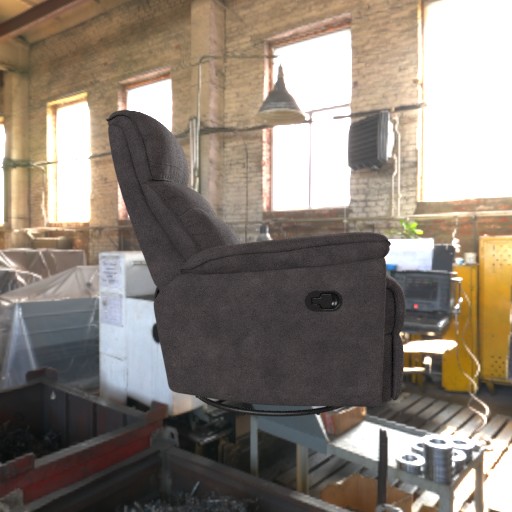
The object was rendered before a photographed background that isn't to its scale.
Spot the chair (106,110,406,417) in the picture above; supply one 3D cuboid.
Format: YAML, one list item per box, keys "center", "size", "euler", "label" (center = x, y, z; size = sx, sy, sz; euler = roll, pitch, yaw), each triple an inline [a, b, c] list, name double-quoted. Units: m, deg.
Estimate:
- center: [0.000, 0.000, 1.744]
  size: [1.009, 1.035, 0.830]
  euler: [0, 1, -1]
  label: "chair"
